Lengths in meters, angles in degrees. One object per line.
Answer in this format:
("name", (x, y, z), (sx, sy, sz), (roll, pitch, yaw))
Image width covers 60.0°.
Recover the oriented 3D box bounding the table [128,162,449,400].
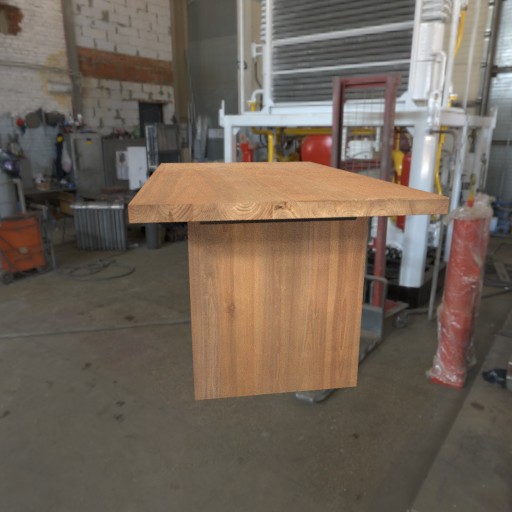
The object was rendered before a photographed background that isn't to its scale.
("table", (0.000, 0.000, 2.147), (0.946, 0.780, 1.609), (-2, 16, -8))
